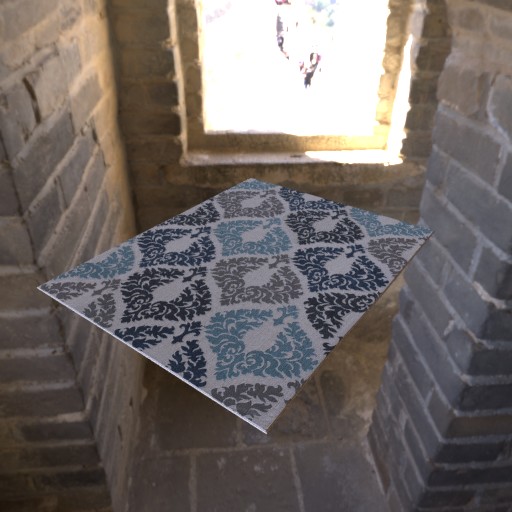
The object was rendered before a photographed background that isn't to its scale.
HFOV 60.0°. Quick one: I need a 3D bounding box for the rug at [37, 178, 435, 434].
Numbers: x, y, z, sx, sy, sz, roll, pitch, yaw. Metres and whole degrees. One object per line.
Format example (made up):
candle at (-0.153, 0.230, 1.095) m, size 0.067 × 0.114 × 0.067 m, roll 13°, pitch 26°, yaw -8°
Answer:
rug at (0.000, 0.000, 4.212) m, size 2.423 × 0.014 × 3.040 m, roll 22°, pitch 38°, yaw 30°
